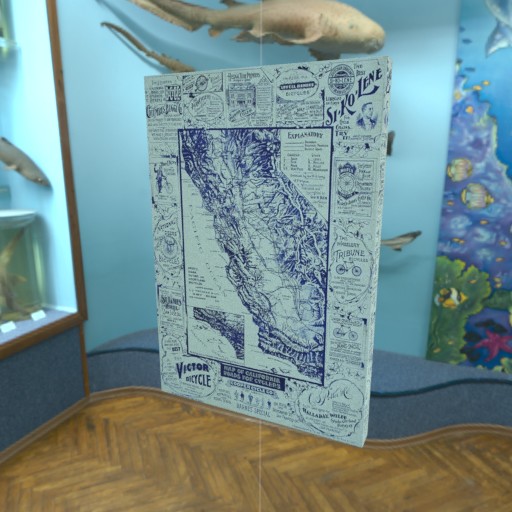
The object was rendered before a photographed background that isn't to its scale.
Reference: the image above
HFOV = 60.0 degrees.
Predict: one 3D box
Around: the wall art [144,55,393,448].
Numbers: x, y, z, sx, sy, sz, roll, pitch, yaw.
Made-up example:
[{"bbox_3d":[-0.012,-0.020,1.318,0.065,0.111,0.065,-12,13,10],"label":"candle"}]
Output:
[{"bbox_3d":[0.000,0.000,0.477,0.255,0.376,0.025,7,15,25],"label":"wall art"}]
